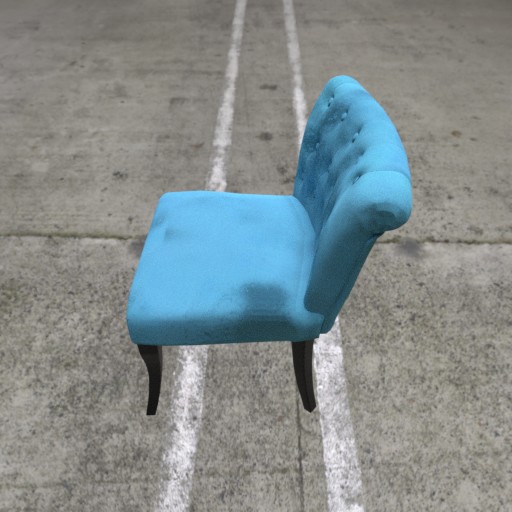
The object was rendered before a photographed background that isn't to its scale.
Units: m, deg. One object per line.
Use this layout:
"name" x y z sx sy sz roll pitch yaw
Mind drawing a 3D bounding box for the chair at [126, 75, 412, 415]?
"chair" 0.000 0.000 1.163 0.605 0.750 0.582 0 41 0
